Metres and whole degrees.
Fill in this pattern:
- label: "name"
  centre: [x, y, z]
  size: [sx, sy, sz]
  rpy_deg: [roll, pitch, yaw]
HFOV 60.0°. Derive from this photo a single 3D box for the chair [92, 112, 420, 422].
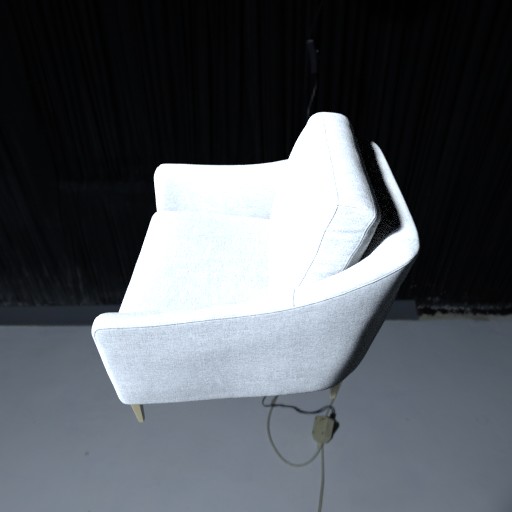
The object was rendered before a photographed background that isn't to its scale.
- label: "chair"
  centre: [0.000, 0.000, 1.704]
  size: [0.961, 0.902, 0.986]
  rpy_deg: [1, 39, 1]
